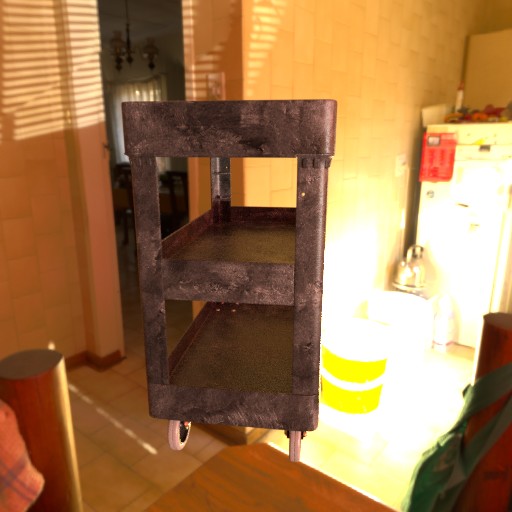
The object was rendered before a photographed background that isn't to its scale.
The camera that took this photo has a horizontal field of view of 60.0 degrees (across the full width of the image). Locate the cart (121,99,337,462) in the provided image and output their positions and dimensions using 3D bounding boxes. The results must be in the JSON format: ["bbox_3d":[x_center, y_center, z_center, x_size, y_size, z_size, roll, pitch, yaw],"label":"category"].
[{"bbox_3d":[0.000,0.000,1.339,0.420,0.824,0.877,2,15,8],"label":"cart"}]
